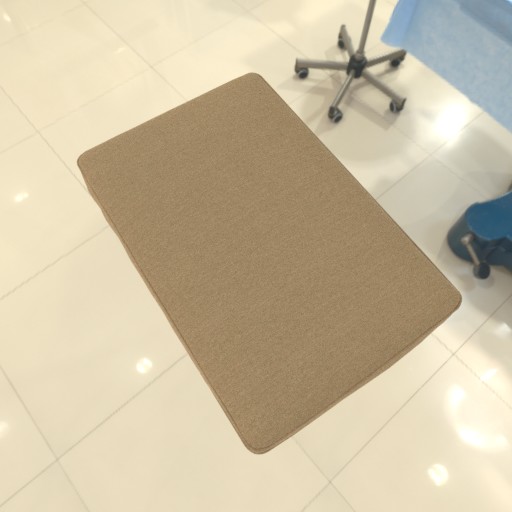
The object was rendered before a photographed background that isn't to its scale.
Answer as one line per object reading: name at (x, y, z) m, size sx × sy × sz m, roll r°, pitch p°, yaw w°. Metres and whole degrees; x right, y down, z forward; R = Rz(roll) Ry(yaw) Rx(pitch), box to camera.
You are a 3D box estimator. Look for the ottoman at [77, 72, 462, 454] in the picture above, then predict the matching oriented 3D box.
ottoman at (0.000, 0.000, 1.326) m, size 0.636 × 0.521 × 0.945 m, roll -31°, pitch 69°, yaw -14°
